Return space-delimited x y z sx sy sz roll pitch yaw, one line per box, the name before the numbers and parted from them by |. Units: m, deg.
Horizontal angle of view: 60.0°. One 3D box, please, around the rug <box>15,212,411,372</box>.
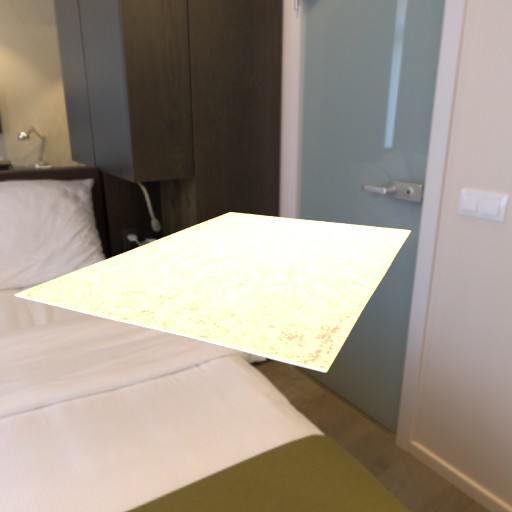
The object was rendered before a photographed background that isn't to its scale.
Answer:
rug | 0.000 0.000 2.806 1.598 0.014 2.202 8 19 24
